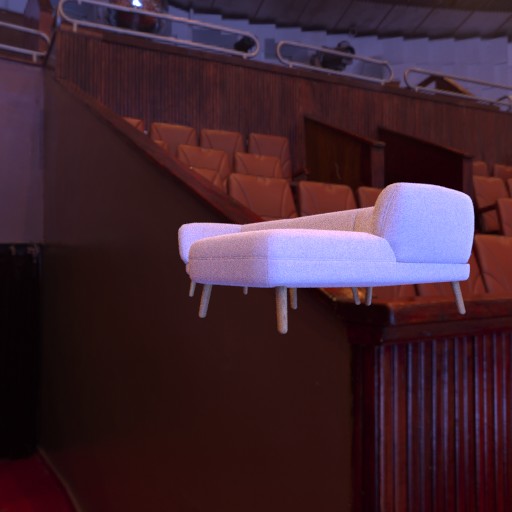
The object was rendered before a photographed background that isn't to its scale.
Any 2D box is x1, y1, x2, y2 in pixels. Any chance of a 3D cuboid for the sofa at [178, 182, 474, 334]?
[{"bbox_3d":[0.000,0.000,3.292,1.610,0.730,2.660,1,-2,-35],"label":"sofa"}]
